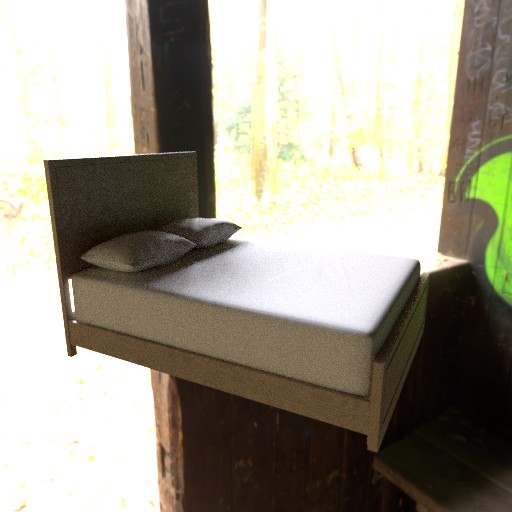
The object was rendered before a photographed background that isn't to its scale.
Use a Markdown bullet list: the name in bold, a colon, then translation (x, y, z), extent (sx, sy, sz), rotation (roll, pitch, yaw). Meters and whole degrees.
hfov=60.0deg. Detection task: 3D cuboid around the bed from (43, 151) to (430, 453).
- **bed**: translation (0.000, 0.000, 3.169), extent (2.189, 1.369, 1.606), rotation (8, 17, 27)
